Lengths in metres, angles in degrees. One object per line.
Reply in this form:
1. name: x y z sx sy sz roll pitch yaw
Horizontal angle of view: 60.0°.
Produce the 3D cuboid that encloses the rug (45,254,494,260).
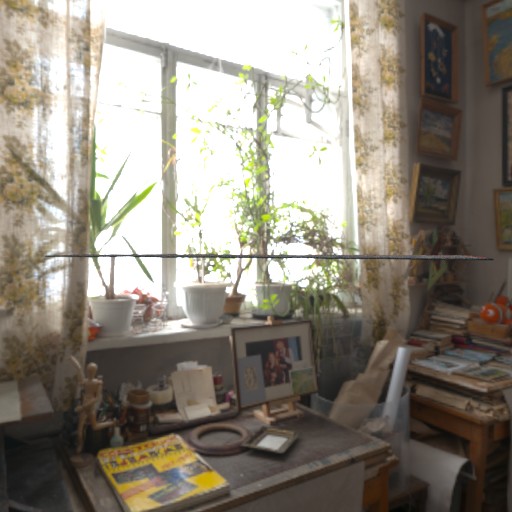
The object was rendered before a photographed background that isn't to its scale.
1. rug: 0.000 0.000 2.692 2.459 0.010 0.801 0 1 18
